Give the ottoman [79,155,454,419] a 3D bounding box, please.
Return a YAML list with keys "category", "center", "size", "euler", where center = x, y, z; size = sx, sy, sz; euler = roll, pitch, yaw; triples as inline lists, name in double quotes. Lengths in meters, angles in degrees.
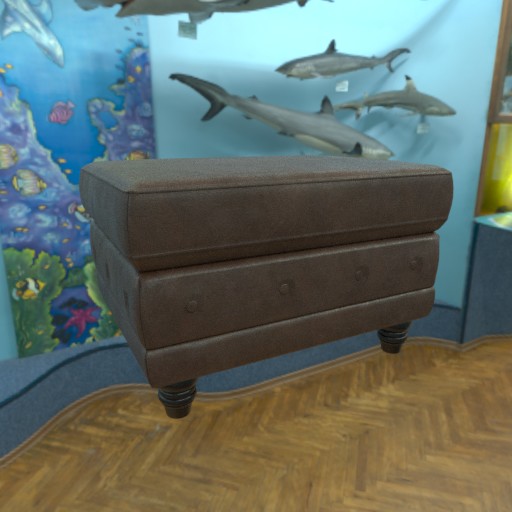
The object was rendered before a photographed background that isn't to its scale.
- category: "ottoman"
  center: [0.000, 0.000, 1.190]
  size: [0.795, 0.509, 0.588]
  euler: [-8, 17, -27]
